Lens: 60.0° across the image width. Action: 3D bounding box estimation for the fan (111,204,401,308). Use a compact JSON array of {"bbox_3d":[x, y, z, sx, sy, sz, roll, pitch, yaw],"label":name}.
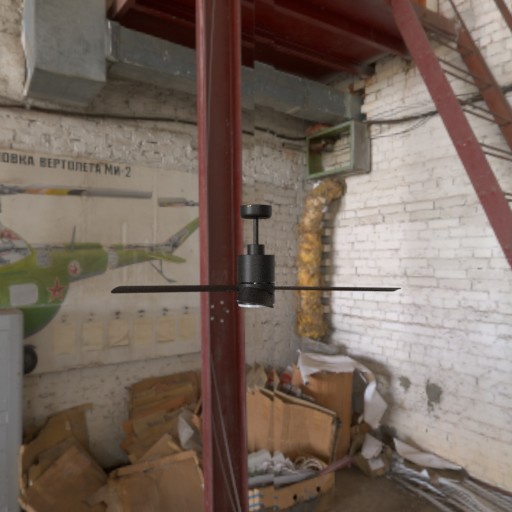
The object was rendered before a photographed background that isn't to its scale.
[{"bbox_3d":[0.000,0.000,2.379,1.525,0.534,1.525,0,0,1],"label":"fan"}]
